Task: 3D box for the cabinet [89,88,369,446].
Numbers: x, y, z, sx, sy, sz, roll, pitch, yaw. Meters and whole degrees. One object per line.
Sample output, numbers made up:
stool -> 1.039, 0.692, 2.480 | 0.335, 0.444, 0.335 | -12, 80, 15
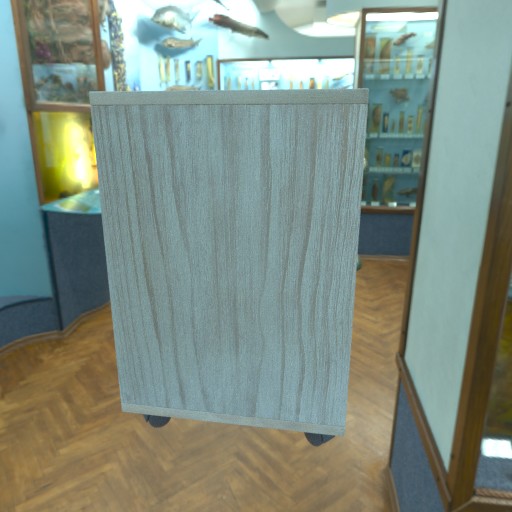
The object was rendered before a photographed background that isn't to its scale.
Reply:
cabinet -> 0.000, 0.000, 0.859 | 0.401, 0.579, 0.409 | 3, 17, 9
